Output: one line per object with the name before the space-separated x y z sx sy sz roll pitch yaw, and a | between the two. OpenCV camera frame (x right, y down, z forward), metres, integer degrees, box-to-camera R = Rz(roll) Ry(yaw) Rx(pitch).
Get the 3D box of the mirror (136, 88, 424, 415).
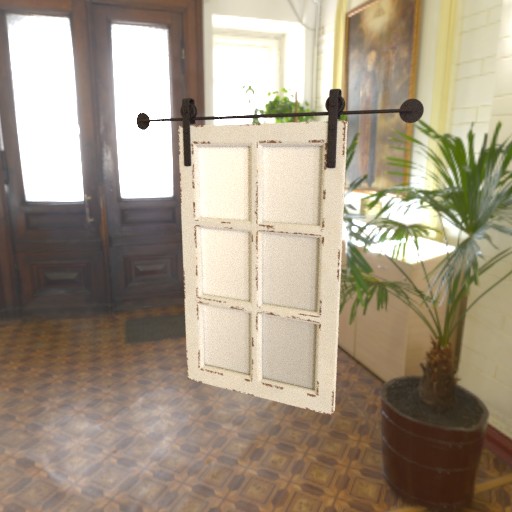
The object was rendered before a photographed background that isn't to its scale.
mirror | 0.000 0.000 1.220 0.808 0.844 0.037 6 14 25
